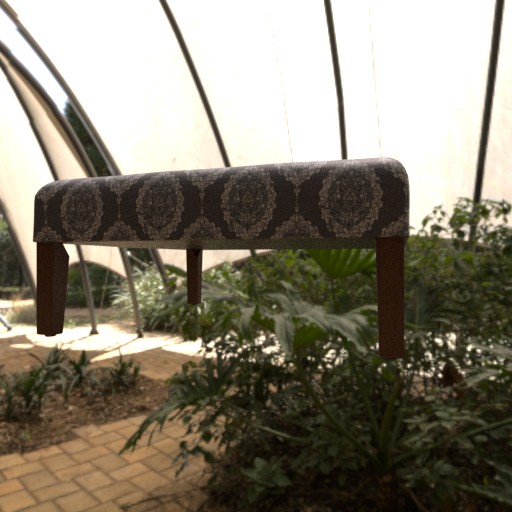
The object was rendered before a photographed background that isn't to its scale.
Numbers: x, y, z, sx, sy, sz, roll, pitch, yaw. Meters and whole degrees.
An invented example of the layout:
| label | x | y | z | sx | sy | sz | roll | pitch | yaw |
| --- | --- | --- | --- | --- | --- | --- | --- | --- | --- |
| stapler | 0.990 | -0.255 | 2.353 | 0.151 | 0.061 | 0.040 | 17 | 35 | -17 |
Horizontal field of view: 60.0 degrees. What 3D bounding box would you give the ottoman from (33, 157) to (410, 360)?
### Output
| label | x | y | z | sx | sy | sz | roll | pitch | yaw |
| --- | --- | --- | --- | --- | --- | --- | --- | --- | --- |
| ottoman | 0.000 | 0.000 | 1.383 | 0.889 | 0.409 | 0.890 | 0 | -1 | 18 |
